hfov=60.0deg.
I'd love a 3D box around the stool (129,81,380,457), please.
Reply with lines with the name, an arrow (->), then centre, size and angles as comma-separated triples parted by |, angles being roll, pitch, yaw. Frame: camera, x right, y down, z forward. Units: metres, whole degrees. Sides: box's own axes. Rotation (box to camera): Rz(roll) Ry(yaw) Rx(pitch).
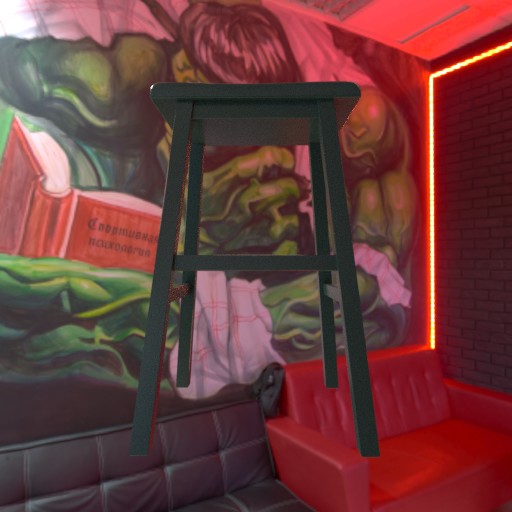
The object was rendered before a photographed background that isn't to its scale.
stool -> 0.000, 0.000, 1.049 | 0.457, 0.737, 0.476 | 0, -1, 1
